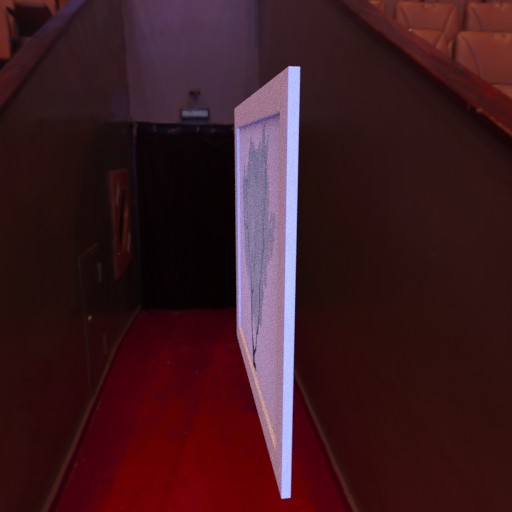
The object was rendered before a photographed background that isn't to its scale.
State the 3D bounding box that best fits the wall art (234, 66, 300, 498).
[{"bbox_3d":[0.000,0.000,0.841,0.015,0.577,0.572,-2,14,-9],"label":"wall art"}]
